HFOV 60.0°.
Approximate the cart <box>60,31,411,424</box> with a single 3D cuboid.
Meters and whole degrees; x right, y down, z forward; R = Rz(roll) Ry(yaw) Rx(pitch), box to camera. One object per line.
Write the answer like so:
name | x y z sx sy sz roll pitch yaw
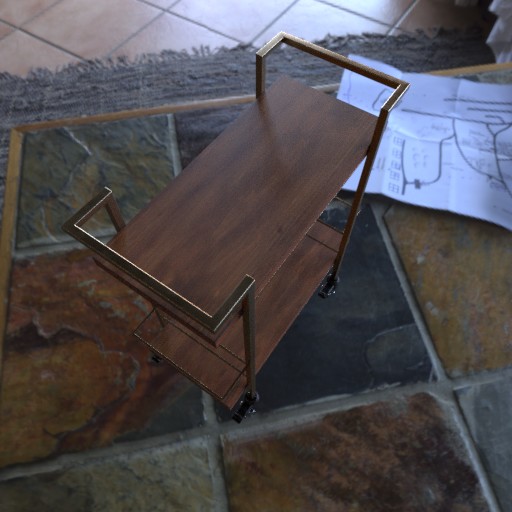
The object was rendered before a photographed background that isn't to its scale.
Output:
cart | 0.000 0.000 1.194 0.364 0.807 0.695 31 64 17
